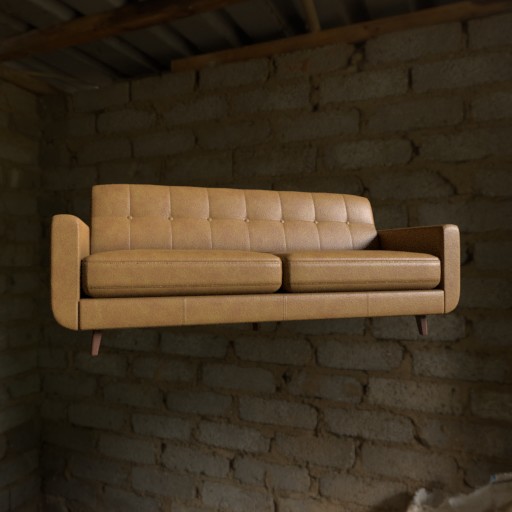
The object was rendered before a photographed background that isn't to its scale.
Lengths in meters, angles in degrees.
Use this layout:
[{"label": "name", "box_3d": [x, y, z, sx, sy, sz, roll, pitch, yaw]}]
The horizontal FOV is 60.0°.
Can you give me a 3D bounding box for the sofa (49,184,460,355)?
[{"label": "sofa", "box_3d": [0.000, 0.000, 2.651, 2.137, 0.892, 0.980, 0, 0, -17]}]
